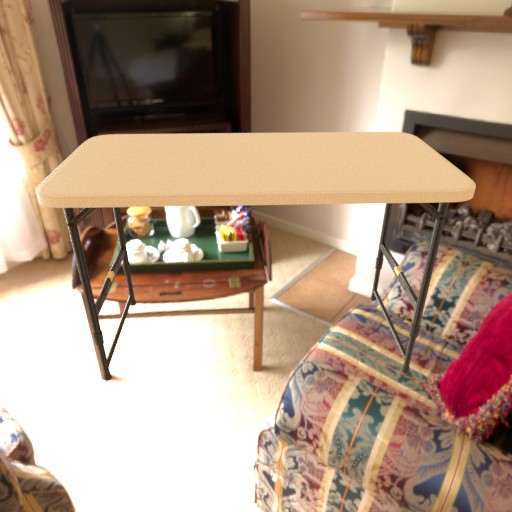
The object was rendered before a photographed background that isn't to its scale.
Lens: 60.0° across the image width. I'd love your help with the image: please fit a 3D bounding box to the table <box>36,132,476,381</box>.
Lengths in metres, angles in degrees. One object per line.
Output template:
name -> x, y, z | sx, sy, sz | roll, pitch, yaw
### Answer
table -> 0.000, 0.000, 1.616 | 1.219, 0.737, 0.610 | -1, 30, -2
